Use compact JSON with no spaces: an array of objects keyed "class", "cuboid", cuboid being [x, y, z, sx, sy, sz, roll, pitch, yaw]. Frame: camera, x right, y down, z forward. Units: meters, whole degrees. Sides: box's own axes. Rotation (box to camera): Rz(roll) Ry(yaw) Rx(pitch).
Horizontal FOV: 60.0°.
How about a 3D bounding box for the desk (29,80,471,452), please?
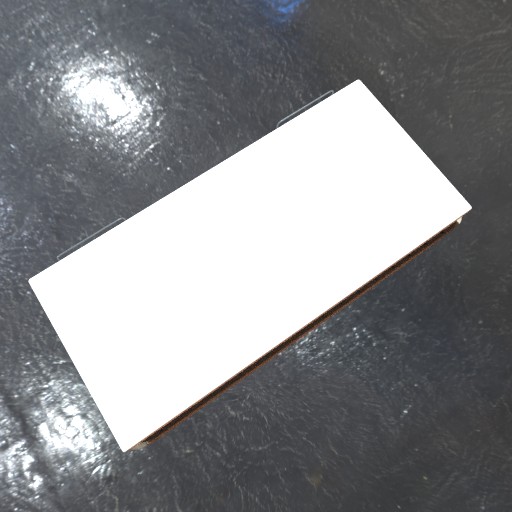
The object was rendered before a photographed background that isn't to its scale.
[{"class":"desk","cuboid":[0.000,0.000,2.206,1.900,0.455,0.900,-33,77,-9]}]
